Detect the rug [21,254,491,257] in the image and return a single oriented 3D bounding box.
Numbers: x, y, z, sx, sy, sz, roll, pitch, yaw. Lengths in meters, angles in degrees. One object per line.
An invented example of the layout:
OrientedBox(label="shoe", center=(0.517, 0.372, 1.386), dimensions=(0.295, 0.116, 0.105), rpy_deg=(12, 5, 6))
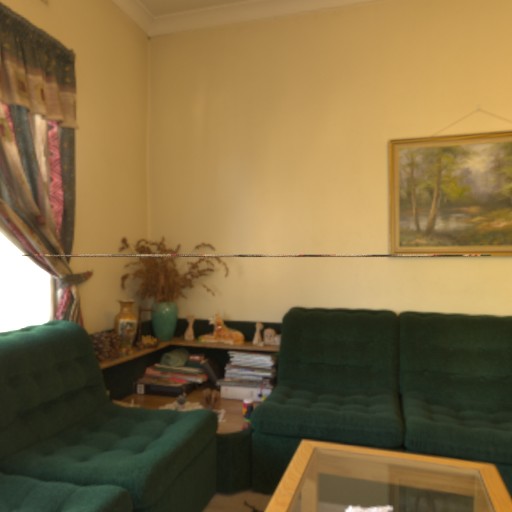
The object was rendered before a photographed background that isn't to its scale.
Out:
OrientedBox(label="rug", center=(0.000, 0.000, 2.675), dimensions=(2.440, 0.009, 0.760), rpy_deg=(0, 0, 0))
